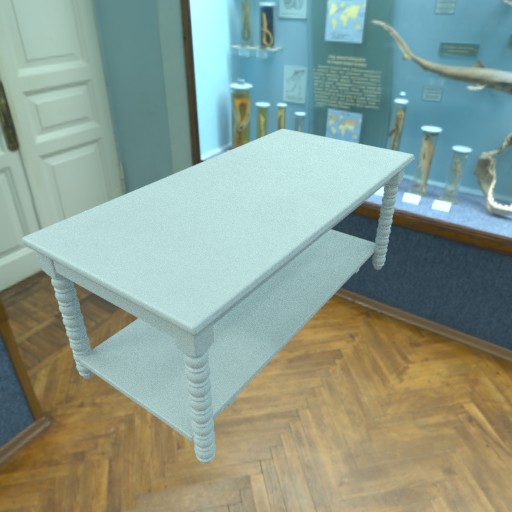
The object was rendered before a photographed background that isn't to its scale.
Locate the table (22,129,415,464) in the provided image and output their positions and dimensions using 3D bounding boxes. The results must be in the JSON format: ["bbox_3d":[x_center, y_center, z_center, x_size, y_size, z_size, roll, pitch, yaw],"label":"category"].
[{"bbox_3d":[0.000,0.000,1.465,0.580,0.487,1.171,21,37,30],"label":"table"}]
